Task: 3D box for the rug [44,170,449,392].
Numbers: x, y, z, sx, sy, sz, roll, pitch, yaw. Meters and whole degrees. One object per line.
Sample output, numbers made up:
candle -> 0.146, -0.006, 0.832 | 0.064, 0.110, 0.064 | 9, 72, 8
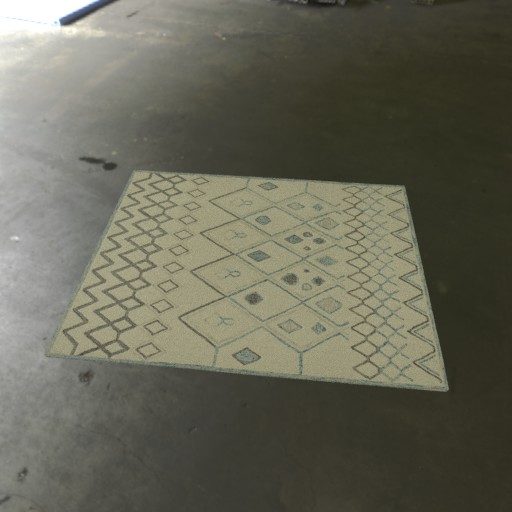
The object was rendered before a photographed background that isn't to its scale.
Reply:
rug -> 0.000, 0.000, 4.150 | 3.056, 0.013, 2.441 | 4, 46, 4
